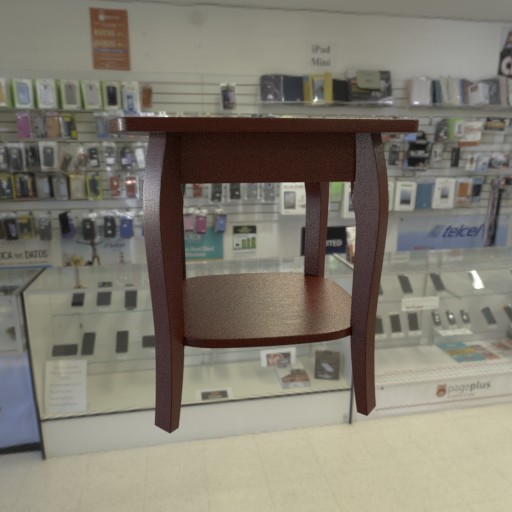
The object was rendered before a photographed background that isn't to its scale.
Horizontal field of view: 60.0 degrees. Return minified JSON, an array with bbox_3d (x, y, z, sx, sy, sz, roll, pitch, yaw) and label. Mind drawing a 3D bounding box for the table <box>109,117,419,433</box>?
[{"bbox_3d":[0.000,0.000,0.867,0.502,0.496,0.433,-2,14,-8],"label":"table"}]
